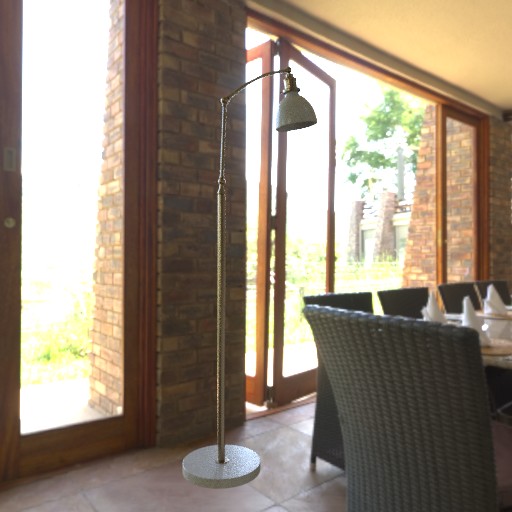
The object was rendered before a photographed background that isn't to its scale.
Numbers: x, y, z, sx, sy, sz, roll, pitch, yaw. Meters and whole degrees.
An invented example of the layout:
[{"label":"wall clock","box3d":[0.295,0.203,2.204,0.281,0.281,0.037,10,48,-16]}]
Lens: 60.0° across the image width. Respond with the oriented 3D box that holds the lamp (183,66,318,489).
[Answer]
[{"label":"lamp","box3d":[0.000,0.000,1.747,0.599,1.586,0.288,1,-1,-35]}]
